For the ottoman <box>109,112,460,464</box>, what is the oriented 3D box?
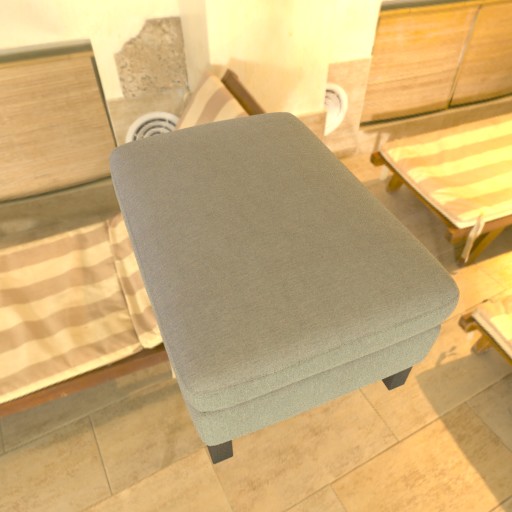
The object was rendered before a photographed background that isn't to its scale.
[{"bbox_3d":[0.000,0.000,1.037,0.528,0.404,0.735,-16,48,-16],"label":"ottoman"}]
